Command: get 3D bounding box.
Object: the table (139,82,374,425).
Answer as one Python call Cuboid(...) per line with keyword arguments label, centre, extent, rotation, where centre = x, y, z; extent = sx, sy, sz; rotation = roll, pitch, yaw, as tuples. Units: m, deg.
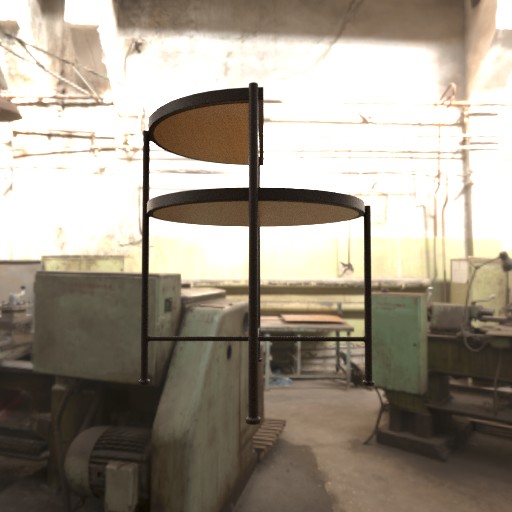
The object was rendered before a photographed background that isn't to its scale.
Cuboid(label="table", centre=(0.000, 0.000, 1.195), extent=(0.628, 0.684, 0.629), rotation=(0, -2, 1))
